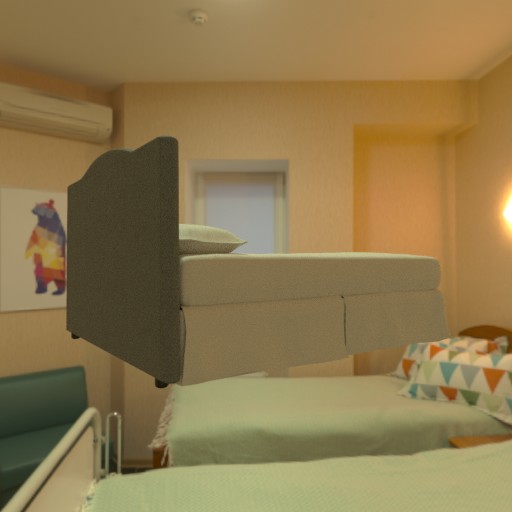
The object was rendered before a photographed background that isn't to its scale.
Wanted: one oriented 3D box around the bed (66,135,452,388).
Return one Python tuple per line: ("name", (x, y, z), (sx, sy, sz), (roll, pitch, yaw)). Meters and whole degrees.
("bed", (0.000, 0.000, 3.915), (2.689, 1.457, 2.161), (0, 0, -36))
